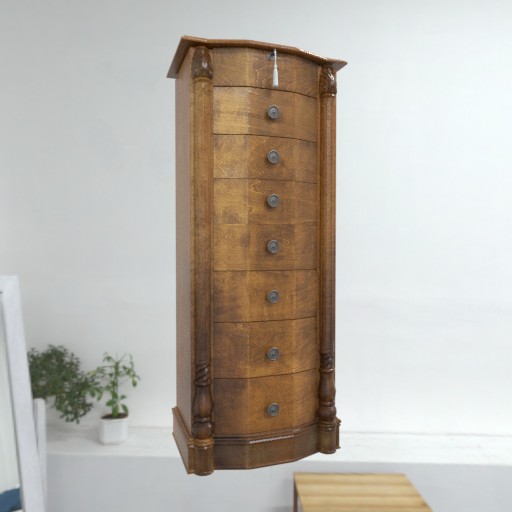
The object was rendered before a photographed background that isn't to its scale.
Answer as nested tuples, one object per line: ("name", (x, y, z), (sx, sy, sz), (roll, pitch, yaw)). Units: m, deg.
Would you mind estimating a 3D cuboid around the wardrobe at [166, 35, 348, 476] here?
("wardrobe", (0.000, 0.000, 1.118), (0.406, 0.959, 0.273), (0, 1, -19))
